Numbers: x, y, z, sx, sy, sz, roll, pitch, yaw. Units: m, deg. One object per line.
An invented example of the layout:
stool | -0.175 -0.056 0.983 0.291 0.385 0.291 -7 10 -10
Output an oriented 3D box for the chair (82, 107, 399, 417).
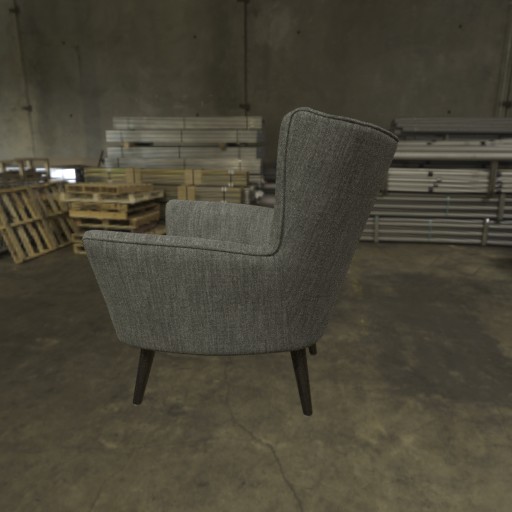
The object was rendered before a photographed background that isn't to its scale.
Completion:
chair | 0.000 0.000 1.547 0.888 0.933 0.781 2 15 9
